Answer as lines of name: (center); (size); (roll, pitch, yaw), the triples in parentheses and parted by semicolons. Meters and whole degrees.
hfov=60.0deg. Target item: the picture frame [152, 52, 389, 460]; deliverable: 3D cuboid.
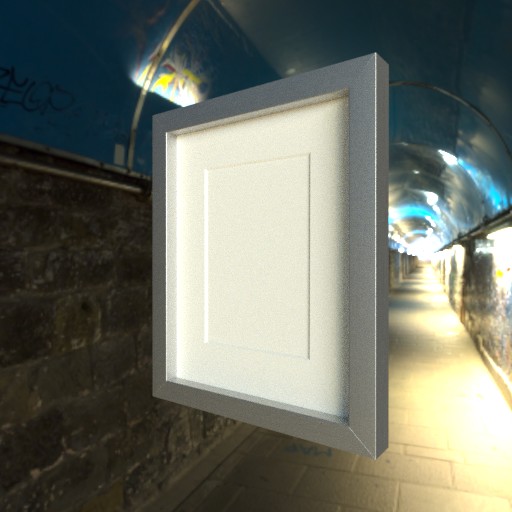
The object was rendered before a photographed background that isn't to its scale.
picture frame: (0.000, 0.000, 0.390); (0.233, 0.282, 0.036); (0, 0, 37)
